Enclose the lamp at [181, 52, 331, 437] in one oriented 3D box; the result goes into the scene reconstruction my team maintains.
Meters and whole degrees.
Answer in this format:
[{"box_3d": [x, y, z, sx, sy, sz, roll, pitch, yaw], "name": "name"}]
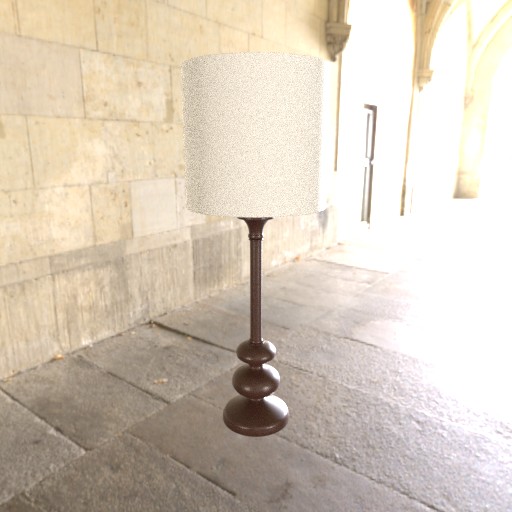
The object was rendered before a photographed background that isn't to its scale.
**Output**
[{"box_3d": [0.000, 0.000, 0.839, 0.254, 0.690, 0.254, -2, 14, -8], "name": "lamp"}]
